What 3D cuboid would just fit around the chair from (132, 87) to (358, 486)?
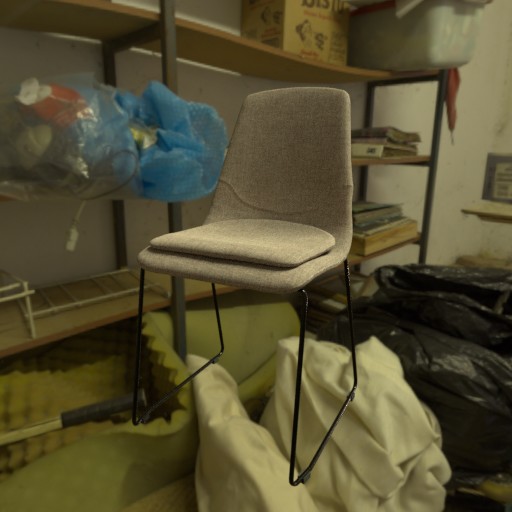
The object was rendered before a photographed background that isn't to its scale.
[{"bbox_3d":[0.000,0.000,1.139,0.479,0.858,0.518,8,17,26],"label":"chair"}]
